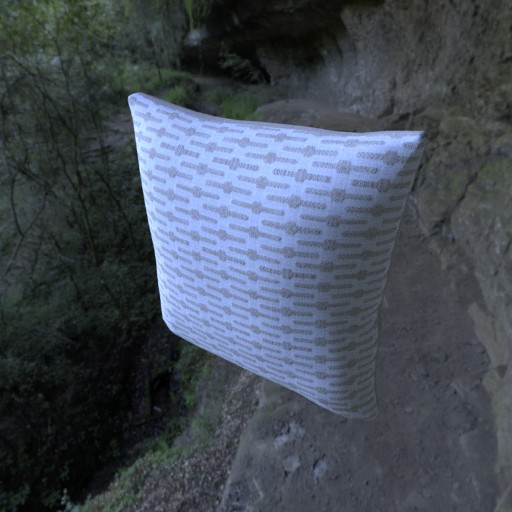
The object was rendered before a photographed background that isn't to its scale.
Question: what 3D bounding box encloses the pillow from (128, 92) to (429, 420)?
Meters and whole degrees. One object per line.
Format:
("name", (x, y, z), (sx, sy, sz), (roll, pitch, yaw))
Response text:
("pillow", (0.000, 0.000, 0.760), (0.496, 0.491, 0.219), (19, 34, 30))
